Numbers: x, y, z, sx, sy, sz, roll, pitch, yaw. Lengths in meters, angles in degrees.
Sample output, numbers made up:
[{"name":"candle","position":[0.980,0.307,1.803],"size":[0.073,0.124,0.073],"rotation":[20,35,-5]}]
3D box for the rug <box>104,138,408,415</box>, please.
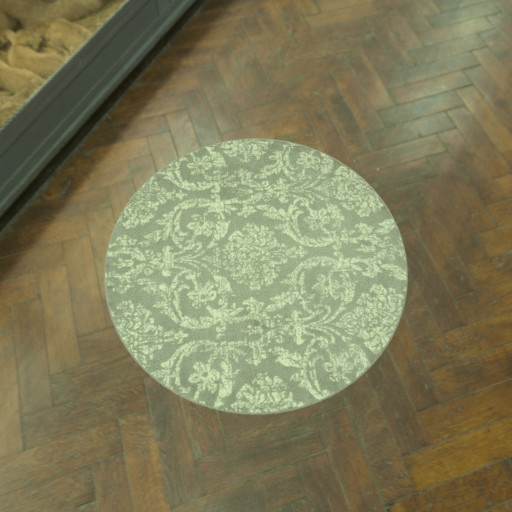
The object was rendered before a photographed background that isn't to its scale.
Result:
[{"name":"rug","position":[0.000,0.000,2.347],"size":[1.593,0.012,1.593],"rotation":[0,64,0]}]
